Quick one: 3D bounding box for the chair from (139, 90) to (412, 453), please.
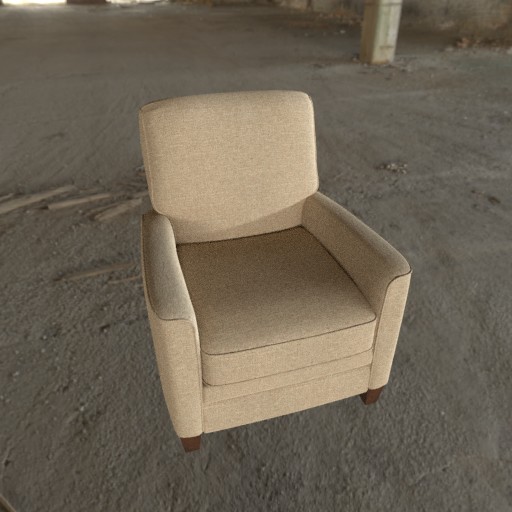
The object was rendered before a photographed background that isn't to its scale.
[{"bbox_3d":[0.000,0.000,1.659,0.841,1.028,0.858,-9,34,-14],"label":"chair"}]
